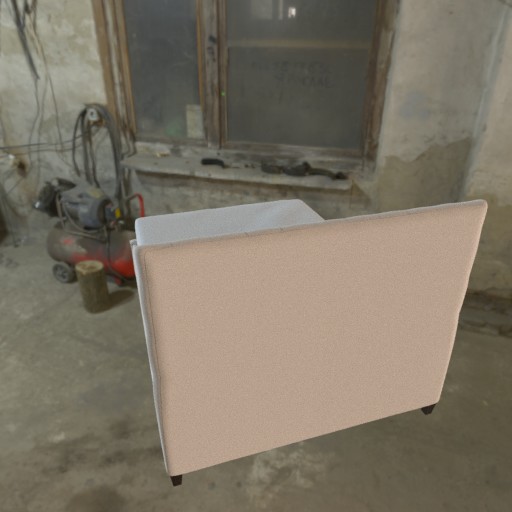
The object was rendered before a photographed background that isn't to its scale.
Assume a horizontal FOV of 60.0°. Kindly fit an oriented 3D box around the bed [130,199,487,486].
[{"bbox_3d":[0.000,0.000,3.170,1.696,1.426,2.233,-9,29,-16],"label":"bed"}]
